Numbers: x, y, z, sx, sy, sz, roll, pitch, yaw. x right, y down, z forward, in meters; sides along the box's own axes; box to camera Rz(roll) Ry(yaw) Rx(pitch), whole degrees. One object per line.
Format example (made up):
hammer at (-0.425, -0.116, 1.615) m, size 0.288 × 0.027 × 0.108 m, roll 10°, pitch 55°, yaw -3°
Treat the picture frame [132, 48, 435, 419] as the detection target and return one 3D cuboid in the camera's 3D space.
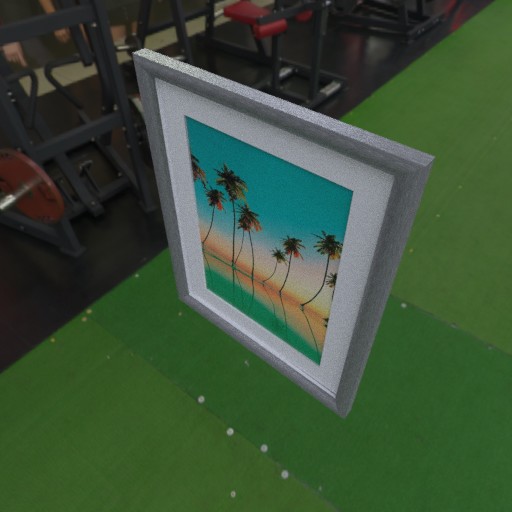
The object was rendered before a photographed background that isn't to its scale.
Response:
picture frame at (0.000, 0.000, 0.745) m, size 0.454 × 0.559 × 0.029 m, roll 31°, pitch 53°, yaw 27°
